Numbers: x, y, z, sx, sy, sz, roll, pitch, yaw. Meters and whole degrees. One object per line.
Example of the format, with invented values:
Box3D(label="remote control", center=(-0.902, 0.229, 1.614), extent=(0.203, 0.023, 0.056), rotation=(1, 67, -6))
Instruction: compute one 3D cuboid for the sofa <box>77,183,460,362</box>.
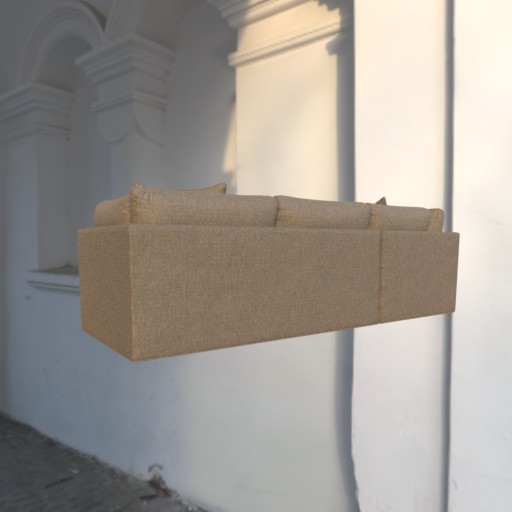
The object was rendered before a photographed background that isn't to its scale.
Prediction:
Box3D(label="sofa", center=(0.000, 0.000, 3.790), extent=(2.896, 0.978, 1.994), rotation=(-1, 2, -35))
